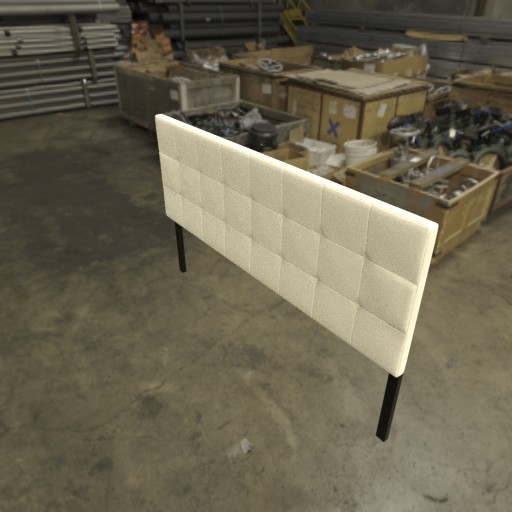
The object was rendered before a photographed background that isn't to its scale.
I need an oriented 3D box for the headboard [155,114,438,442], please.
[{"bbox_3d":[0.000,0.000,2.933,0.120,1.410,2.362,-22,38,-32],"label":"headboard"}]
